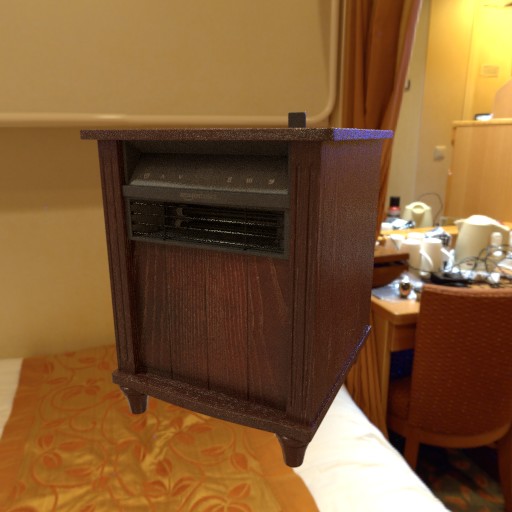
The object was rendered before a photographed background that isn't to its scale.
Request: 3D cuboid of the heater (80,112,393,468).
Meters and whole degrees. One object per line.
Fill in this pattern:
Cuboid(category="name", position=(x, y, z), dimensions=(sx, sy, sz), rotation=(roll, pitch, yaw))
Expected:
Cuboid(category="heater", position=(0.000, 0.000, 0.753), dimensions=(0.362, 0.481, 0.400), rotation=(7, 17, 25))
